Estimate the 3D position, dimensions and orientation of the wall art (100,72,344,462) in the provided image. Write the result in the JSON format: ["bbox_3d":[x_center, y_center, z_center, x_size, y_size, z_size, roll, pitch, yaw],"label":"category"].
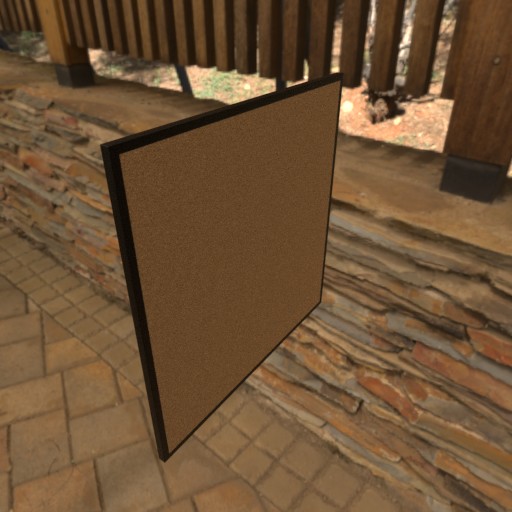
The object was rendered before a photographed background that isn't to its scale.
[{"bbox_3d":[0.000,0.000,0.669,0.012,0.458,0.457,21,37,30],"label":"wall art"}]
